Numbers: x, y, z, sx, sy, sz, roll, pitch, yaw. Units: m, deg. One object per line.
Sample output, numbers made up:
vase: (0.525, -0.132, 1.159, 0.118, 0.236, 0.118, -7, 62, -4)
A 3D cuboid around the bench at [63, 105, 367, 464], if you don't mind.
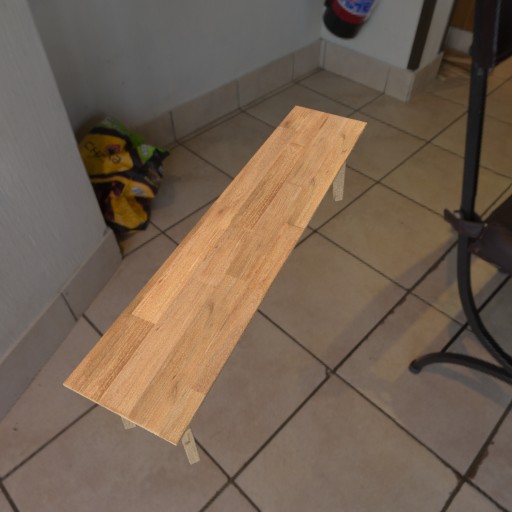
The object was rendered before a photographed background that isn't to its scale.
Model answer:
bench: (0.000, 0.000, 1.858, 0.378, 0.431, 1.698, 20, 51, 17)
